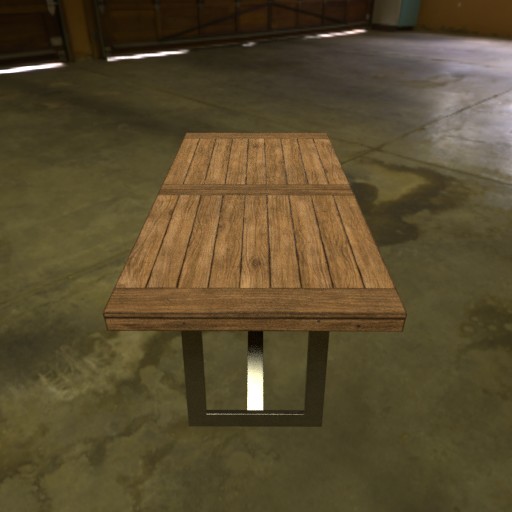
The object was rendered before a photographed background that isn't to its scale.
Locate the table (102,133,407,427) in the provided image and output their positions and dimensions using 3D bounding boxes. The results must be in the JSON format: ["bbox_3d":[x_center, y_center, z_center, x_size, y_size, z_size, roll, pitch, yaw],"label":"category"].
[{"bbox_3d":[0.000,0.000,2.346,0.931,0.757,1.867,0,32,0],"label":"table"}]
